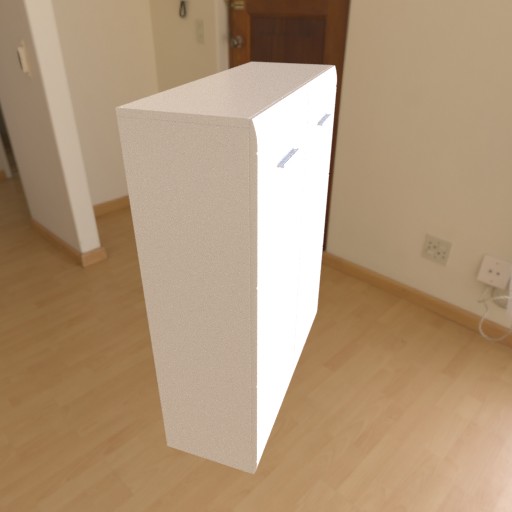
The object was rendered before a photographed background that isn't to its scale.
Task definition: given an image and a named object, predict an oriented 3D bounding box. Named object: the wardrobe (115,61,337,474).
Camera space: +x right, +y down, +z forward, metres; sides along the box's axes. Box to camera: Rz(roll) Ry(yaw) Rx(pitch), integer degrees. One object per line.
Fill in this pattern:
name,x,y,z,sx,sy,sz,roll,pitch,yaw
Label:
wardrobe,0.000,0.000,1.620,0.360,1.200,0.900,10,32,17
